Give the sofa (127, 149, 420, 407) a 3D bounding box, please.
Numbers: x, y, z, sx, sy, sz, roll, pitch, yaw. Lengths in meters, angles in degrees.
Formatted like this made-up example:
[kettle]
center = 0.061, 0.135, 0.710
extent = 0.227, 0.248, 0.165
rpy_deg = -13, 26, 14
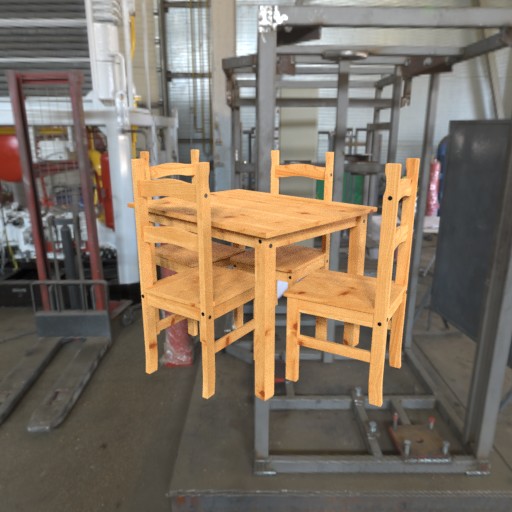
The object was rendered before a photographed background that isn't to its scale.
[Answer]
[sofa]
center = 0.000, 0.000, 2.259
extent = 1.529, 1.000, 1.144
rpy_deg = 15, 22, 42
